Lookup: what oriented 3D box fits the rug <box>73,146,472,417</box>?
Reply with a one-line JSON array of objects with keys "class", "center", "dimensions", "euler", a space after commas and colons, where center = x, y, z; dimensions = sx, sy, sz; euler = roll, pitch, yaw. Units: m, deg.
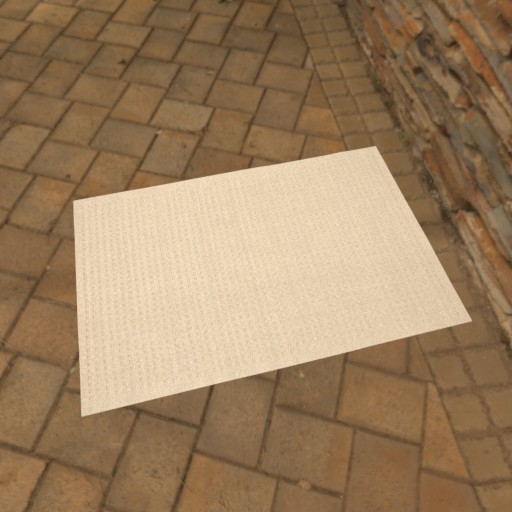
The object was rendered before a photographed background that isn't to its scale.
[{"class": "rug", "center": [0.000, 0.000, 2.892], "dimensions": [2.289, 0.006, 1.523], "euler": [-12, 58, -7]}]
